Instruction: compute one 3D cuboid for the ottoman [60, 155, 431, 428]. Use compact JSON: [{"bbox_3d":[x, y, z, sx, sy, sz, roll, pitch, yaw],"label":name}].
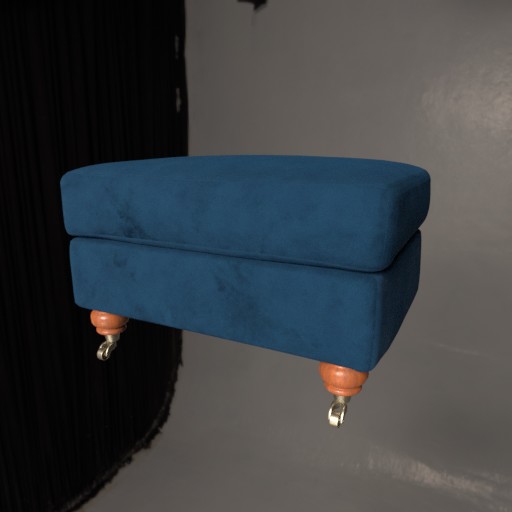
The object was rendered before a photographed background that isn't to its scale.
[{"bbox_3d":[0.000,0.000,1.136,0.773,0.503,0.572,7,16,26],"label":"ottoman"}]
